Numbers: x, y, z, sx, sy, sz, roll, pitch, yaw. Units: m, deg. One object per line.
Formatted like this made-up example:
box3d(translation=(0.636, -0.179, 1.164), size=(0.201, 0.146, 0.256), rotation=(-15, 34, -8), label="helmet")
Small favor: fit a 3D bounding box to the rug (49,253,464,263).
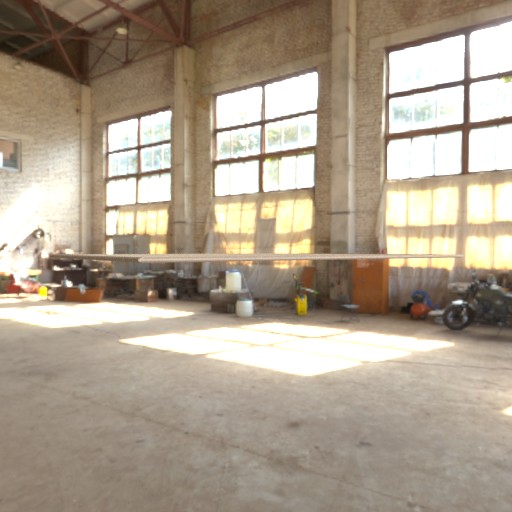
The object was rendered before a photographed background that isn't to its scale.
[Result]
box3d(translation=(0.000, 0.000, 2.731), size=(2.081, 0.020, 1.525), rotation=(0, 1, -36), label="rug")
